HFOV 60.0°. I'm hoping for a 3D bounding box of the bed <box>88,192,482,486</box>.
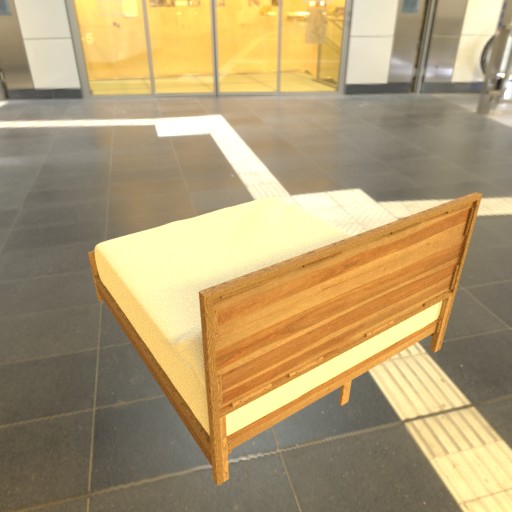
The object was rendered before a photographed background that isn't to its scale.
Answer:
[{"bbox_3d":[0.000,0.000,3.441,2.013,1.295,2.184,-19,35,-29],"label":"bed"}]
